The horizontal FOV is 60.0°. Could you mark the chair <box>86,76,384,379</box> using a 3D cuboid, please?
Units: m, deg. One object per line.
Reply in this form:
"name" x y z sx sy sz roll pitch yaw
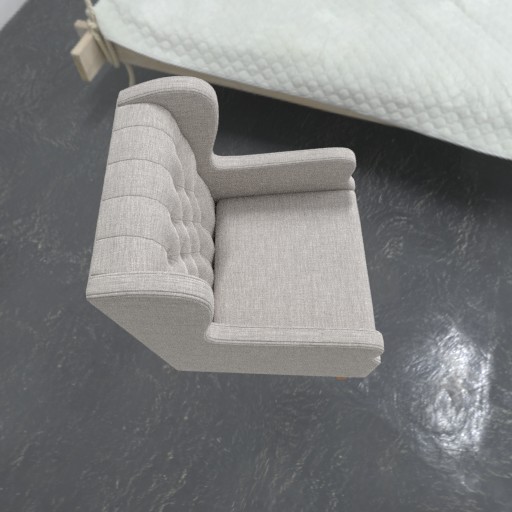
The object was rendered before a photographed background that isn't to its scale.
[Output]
"chair" 0.000 0.000 1.471 0.760 0.930 0.710 -1 63 -1
